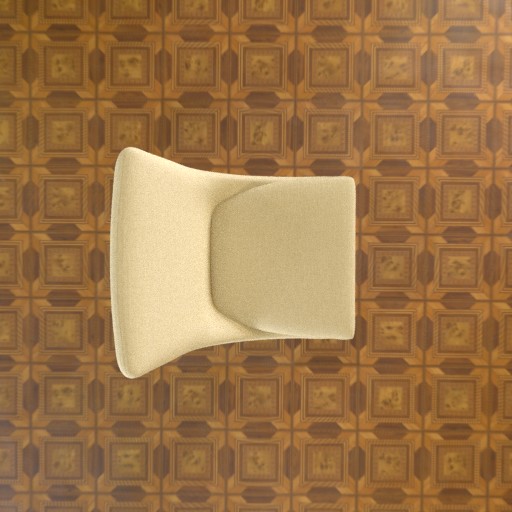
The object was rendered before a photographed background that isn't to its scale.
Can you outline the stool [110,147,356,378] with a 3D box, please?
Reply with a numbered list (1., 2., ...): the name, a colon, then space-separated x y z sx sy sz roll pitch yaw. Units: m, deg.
1. stool: 0.000 0.000 1.382 0.559 1.097 0.470 0 91 0
